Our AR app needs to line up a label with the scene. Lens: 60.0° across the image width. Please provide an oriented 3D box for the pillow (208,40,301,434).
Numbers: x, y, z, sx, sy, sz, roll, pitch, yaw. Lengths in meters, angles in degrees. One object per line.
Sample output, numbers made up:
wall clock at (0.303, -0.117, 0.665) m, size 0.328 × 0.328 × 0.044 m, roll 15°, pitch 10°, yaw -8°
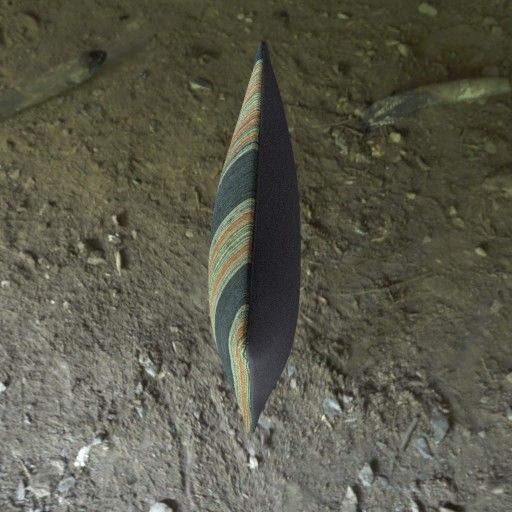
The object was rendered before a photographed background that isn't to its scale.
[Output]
pillow at (0.000, 0.000, 0.660) m, size 0.136 × 0.419 × 0.437 m, roll 2°, pitch 59°, yaw 1°
